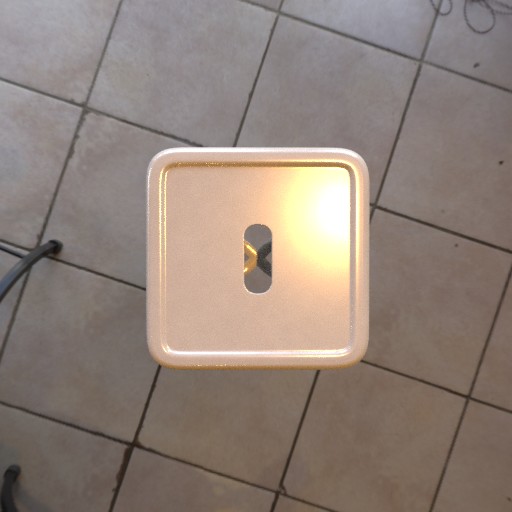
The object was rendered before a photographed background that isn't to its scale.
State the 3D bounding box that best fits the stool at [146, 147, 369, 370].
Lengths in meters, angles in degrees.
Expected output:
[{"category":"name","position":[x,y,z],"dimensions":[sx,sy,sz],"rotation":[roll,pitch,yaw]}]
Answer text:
[{"category":"stool","position":[0.000,0.000,0.882],"dimensions":[0.406,0.610,0.406],"rotation":[0,91,0]}]
